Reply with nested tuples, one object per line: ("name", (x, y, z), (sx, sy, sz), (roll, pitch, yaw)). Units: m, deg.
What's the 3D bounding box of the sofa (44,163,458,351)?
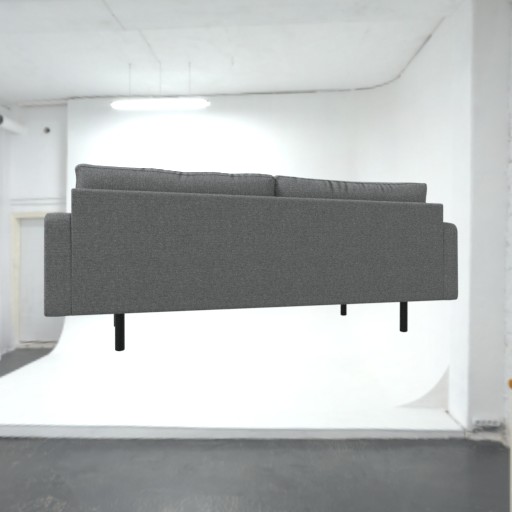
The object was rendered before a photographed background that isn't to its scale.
("sofa", (0.000, 0.000, 2.651), (2.200, 0.880, 0.880), (0, 1, -18))
